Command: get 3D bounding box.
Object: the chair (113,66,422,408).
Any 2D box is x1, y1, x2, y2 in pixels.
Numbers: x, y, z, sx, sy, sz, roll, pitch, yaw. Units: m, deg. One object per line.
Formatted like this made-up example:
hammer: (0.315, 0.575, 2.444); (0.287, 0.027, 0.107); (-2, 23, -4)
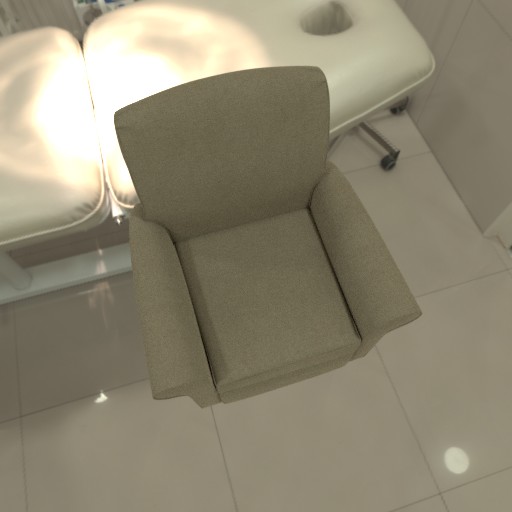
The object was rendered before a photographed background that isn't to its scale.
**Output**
chair: (0.000, 0.000, 1.762); (0.978, 1.061, 0.905); (-15, 64, -8)
